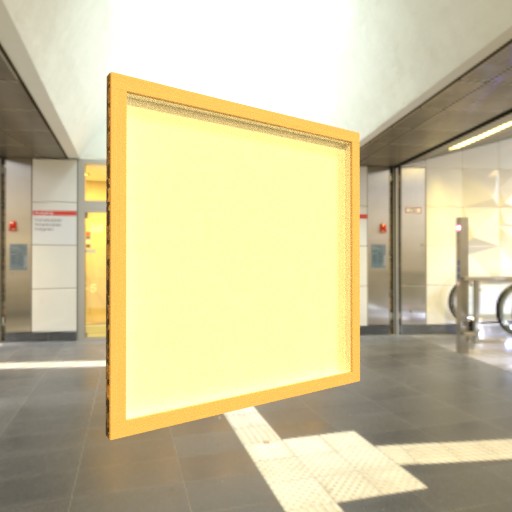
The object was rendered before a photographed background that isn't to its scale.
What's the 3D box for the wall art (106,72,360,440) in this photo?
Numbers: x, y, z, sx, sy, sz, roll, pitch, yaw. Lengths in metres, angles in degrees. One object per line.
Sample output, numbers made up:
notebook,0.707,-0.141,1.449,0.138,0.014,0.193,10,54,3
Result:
wall art,0.000,0.000,1.377,0.914,0.914,0.038,0,-1,-36
